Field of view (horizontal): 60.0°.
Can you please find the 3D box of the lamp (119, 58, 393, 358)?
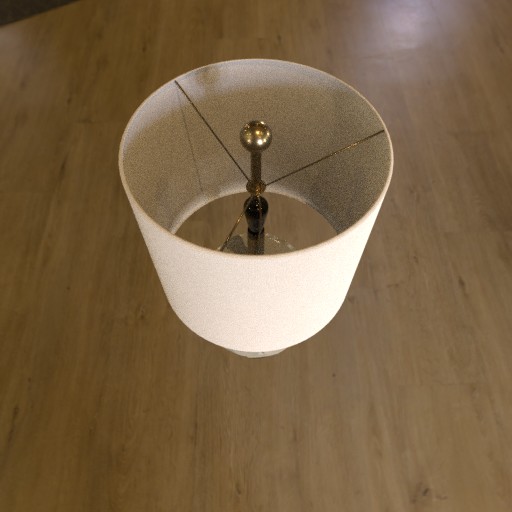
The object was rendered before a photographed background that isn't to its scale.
[{"bbox_3d":[0.000,0.000,0.588,0.254,0.452,0.254,0,59,0],"label":"lamp"}]
